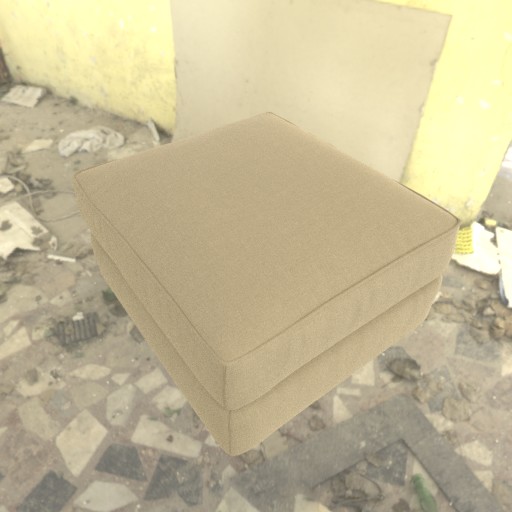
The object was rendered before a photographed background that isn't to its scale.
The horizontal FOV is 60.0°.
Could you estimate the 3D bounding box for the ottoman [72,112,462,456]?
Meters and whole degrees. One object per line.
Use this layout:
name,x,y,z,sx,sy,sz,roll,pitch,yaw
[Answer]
ottoman,0.000,0.000,1.141,0.662,0.505,0.716,-26,48,-26
